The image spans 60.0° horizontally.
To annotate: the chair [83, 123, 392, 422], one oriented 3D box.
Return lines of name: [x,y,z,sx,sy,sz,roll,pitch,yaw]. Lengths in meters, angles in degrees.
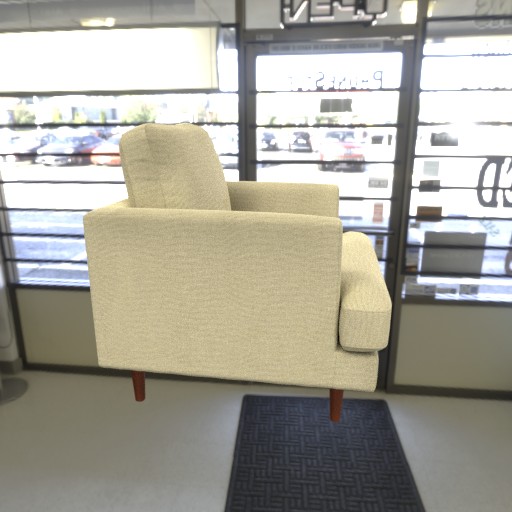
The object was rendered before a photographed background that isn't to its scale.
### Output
chair: [0.000,0.000,1.659,0.899,0.957,0.858,3,16,9]
